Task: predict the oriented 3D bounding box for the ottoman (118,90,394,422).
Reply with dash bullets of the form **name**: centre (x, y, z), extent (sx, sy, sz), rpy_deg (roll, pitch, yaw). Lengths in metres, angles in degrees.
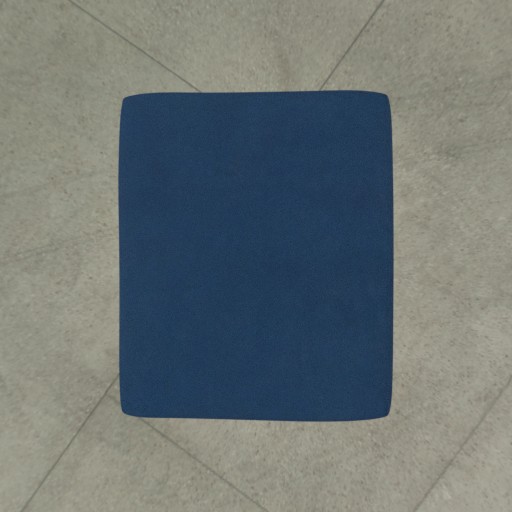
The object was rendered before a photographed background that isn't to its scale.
- **ottoman**: centre (0.000, 0.000, 1.205), extent (0.655, 0.485, 0.794), rpy_deg (0, 90, 2)
